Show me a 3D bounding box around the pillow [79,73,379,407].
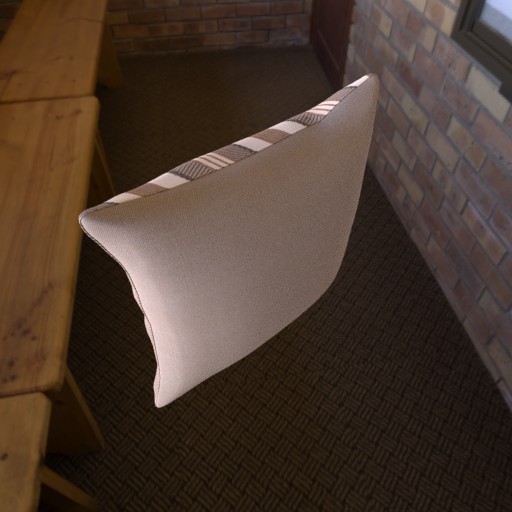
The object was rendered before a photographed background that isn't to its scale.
[{"bbox_3d":[0.000,0.000,0.625,0.416,0.401,0.173,-33,55,-27],"label":"pillow"}]
